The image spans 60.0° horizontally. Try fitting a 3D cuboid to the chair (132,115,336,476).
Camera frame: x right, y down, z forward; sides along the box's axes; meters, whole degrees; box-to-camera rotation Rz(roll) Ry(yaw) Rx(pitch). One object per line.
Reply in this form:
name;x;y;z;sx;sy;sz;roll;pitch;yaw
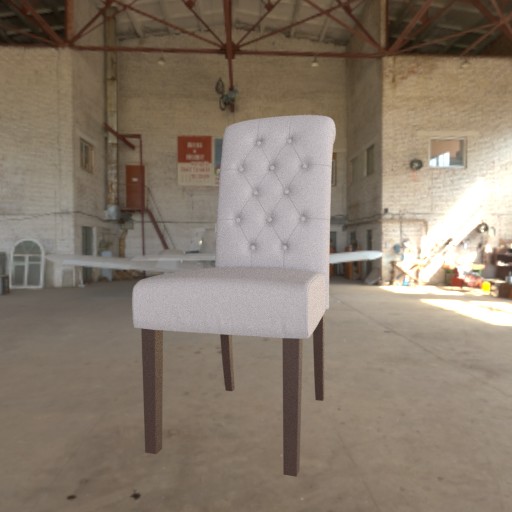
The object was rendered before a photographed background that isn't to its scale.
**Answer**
chair;0.000;0.000;1.381;0.456;1.006;0.671;0;1;17
